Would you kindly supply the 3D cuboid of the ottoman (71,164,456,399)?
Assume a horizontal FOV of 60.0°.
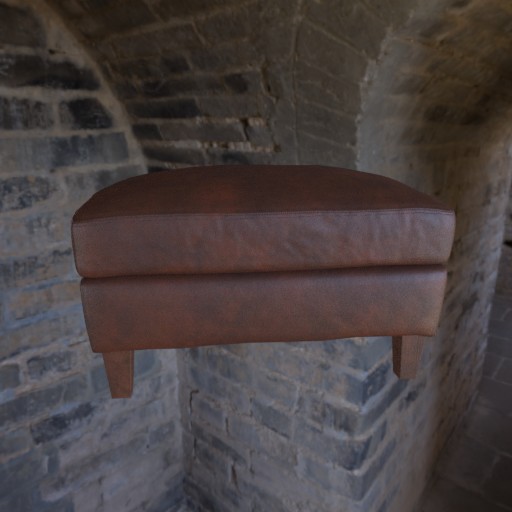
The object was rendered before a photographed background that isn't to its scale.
[{"bbox_3d":[0.000,0.000,1.298,0.887,0.527,0.659,-2,16,-7],"label":"ottoman"}]
